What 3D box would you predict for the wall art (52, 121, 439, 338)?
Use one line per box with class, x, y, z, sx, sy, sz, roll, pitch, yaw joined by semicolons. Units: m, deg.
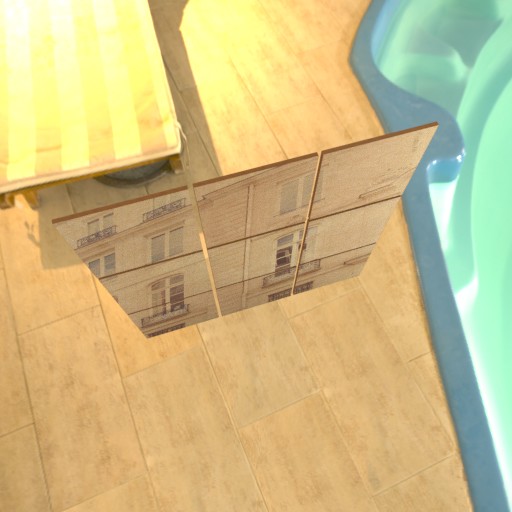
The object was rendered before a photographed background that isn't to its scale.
wall art;0.000;0.000;1.417;0.915;0.913;0.018;-16;65;-7
